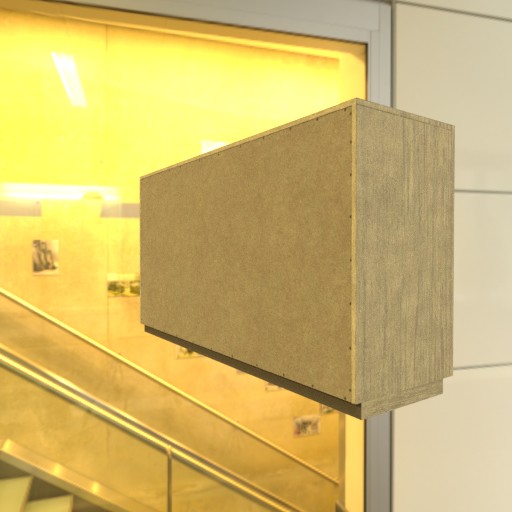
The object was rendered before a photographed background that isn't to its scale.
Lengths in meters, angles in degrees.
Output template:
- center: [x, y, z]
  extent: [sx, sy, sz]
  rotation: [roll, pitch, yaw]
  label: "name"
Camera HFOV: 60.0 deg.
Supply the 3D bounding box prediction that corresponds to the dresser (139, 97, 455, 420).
- center: [0.000, 0.000, 2.015]
  extent: [0.483, 0.889, 1.628]
  rotation: [-1, 1, -35]
  label: "dresser"
